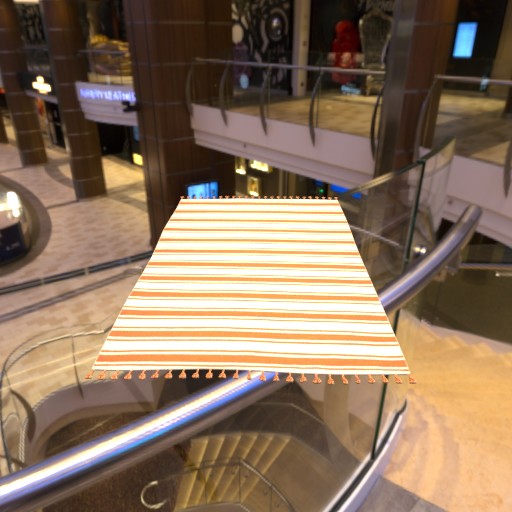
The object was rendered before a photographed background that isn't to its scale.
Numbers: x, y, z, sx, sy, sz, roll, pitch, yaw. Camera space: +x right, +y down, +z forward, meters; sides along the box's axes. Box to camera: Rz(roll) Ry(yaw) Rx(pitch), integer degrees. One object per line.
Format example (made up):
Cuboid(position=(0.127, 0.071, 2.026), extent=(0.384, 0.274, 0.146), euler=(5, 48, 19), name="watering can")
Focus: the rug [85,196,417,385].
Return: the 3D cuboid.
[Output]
Cuboid(position=(0.000, 0.000, 2.566), extent=(1.232, 0.017, 2.092), euler=(1, 27, 1), name="rug")
